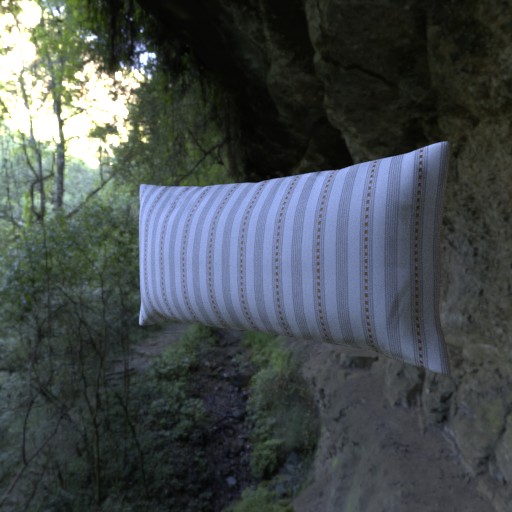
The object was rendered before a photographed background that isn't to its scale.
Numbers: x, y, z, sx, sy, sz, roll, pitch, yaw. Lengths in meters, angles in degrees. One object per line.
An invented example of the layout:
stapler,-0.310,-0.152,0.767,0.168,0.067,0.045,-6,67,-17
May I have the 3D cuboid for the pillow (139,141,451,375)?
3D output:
pillow,0.000,0.000,0.733,0.608,0.291,0.151,1,1,37
